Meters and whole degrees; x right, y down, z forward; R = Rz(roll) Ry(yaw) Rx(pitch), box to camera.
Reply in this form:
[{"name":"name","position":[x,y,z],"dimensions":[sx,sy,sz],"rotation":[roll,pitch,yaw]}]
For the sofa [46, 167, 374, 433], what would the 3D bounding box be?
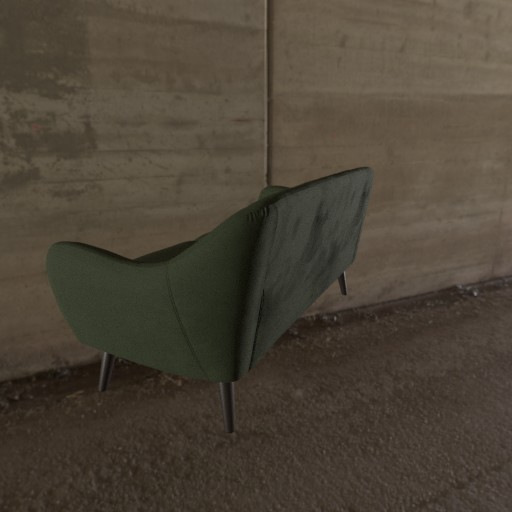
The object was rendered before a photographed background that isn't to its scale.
[{"name":"sofa","position":[0.000,0.000,2.219],"dimensions":[0.820,0.836,1.840],"rotation":[8,18,25]}]
